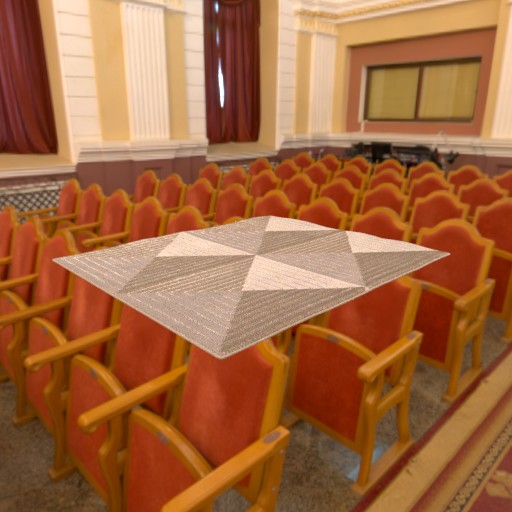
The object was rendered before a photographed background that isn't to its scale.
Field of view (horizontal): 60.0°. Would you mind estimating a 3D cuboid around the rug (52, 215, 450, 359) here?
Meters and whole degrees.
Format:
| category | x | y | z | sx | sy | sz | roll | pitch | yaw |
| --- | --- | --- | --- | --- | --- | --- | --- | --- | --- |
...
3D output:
| category | x | y | z | sx | sy | sz | roll | pitch | yaw |
| --- | --- | --- | --- | --- | --- | --- | --- | --- | --- |
| rug | 0.000 | 0.000 | 0.928 | 0.642 | 0.008 | 0.551 | -16 | 23 | -41 |
